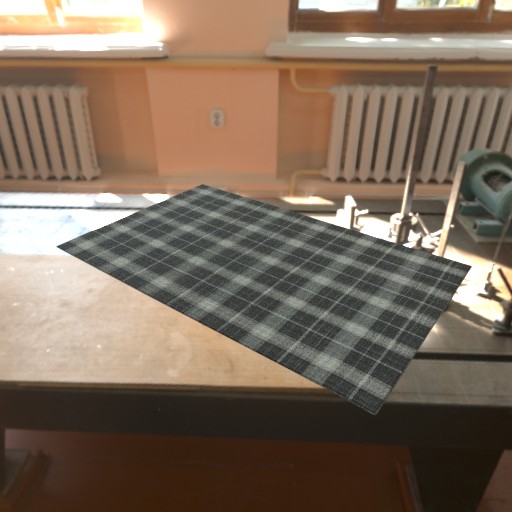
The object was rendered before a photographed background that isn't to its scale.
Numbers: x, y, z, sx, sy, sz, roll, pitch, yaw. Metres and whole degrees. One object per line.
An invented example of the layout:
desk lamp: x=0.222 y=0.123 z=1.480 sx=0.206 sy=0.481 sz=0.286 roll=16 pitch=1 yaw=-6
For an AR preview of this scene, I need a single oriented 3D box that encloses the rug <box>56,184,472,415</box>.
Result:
rug: x=0.000 y=0.000 z=3.036 sx=2.434 sy=0.015 sz=1.520 roll=21 pitch=37 yaw=32
